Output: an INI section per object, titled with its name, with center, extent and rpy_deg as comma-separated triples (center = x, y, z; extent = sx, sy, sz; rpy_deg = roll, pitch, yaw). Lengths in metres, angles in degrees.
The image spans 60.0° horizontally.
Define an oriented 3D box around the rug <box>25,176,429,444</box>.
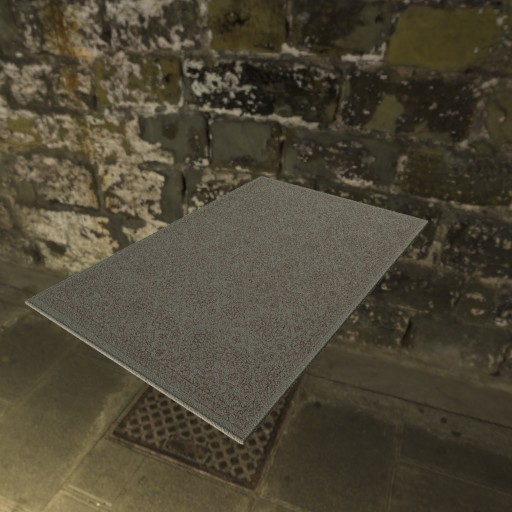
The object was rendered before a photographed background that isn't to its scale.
[rug]
center = 0.000, 0.000, 2.294
extent = 1.219, 0.010, 1.829
rpy_deg = 21, 38, 30
